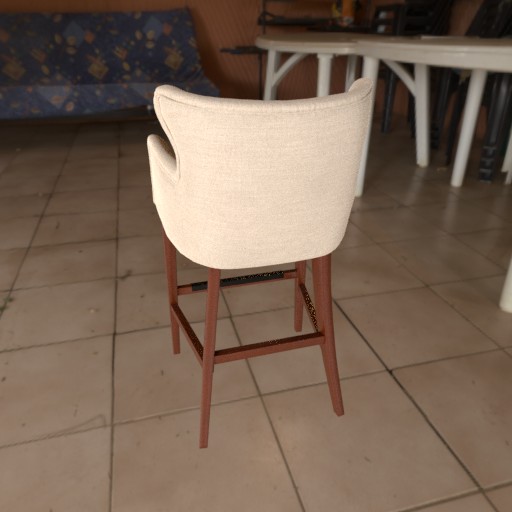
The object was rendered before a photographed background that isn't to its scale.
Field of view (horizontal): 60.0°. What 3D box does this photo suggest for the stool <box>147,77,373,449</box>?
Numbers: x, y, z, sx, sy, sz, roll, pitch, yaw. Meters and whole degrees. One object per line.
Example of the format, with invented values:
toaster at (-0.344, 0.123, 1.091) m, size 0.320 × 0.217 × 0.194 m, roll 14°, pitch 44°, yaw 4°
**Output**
stool at (0.000, 0.000, 1.365) m, size 0.556 × 1.034 × 0.563 m, roll -8°, pitch 28°, yaw -14°
